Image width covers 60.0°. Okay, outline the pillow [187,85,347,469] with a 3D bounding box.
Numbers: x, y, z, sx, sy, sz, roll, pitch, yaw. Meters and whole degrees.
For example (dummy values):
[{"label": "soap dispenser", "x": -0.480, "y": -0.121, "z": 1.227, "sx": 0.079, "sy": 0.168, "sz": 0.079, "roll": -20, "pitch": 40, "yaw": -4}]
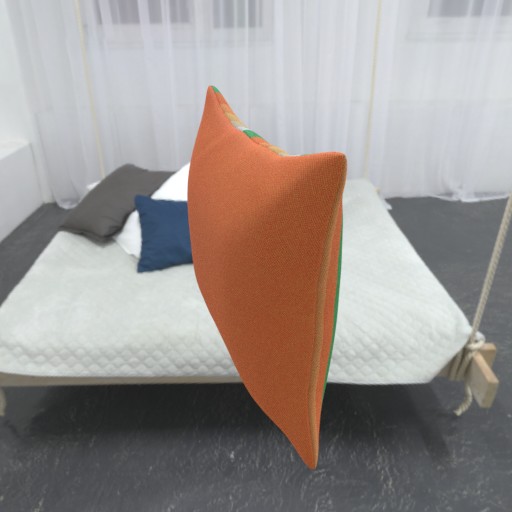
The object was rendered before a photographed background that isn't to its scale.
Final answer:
[{"label": "pillow", "x": 0.000, "y": 0.000, "z": 0.691, "sx": 0.169, "sy": 0.444, "sz": 0.453, "roll": -10, "pitch": 30, "yaw": -18}]
